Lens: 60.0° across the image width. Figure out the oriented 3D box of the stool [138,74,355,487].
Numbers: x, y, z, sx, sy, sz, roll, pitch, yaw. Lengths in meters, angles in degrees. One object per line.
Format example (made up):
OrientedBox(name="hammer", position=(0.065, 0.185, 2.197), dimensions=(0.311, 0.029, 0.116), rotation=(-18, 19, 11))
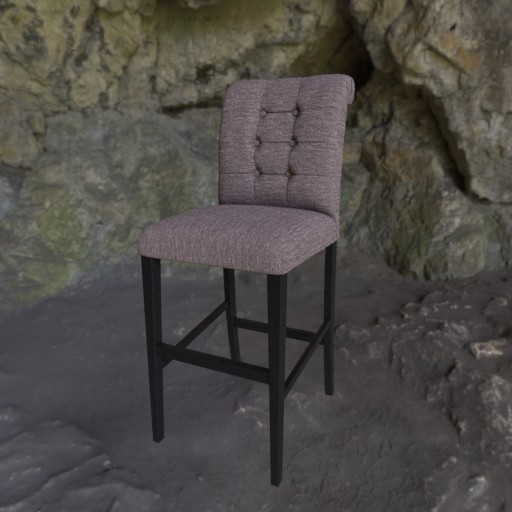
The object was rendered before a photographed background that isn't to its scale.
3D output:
OrientedBox(name="stool", position=(0.000, 0.000, 1.424), dimensions=(0.452, 1.131, 0.613), rotation=(7, 16, 26))
